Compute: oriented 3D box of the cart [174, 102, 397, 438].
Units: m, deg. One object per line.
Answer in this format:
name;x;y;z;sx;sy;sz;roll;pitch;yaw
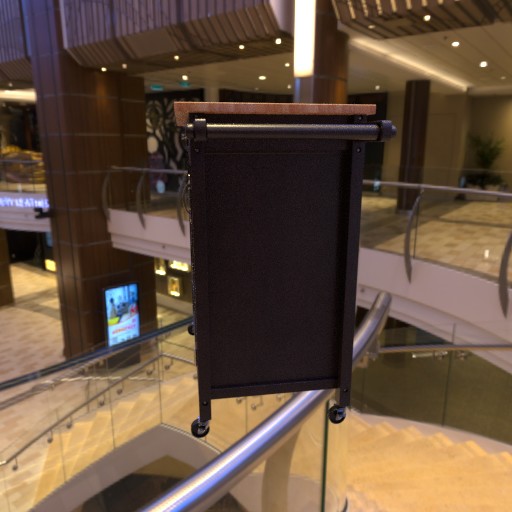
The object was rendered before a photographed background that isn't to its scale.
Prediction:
cart;0.000;0.000;1.432;0.472;0.878;0.914;-2;14;-9
